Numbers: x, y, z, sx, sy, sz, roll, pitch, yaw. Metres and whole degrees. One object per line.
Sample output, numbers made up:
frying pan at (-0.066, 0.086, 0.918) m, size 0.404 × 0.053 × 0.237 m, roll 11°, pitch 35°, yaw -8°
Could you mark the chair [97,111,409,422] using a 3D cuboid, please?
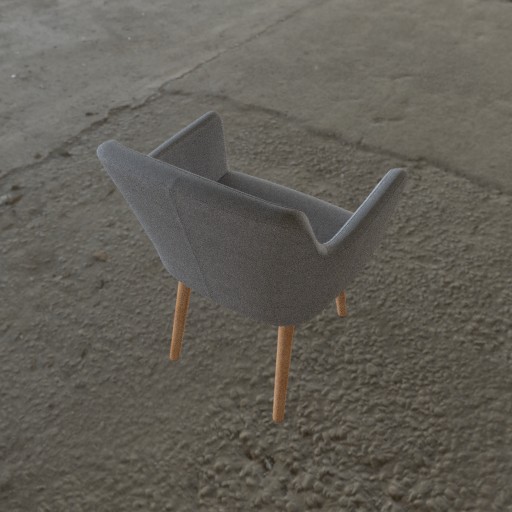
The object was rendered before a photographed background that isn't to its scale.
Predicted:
chair at (0.000, 0.000, 1.166) m, size 0.570 × 0.780 × 0.540 m, roll 24°, pitch 49°, yaw 22°
